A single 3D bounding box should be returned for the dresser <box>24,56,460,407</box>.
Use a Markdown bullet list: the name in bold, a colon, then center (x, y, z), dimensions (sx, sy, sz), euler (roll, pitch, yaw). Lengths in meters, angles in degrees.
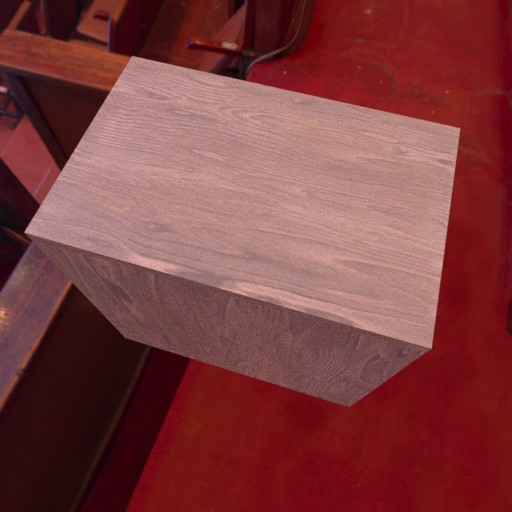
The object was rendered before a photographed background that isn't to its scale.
- **dresser**: center (0.000, 0.000, 1.289), dimensions (0.809, 0.762, 0.529), euler (15, 65, 7)
